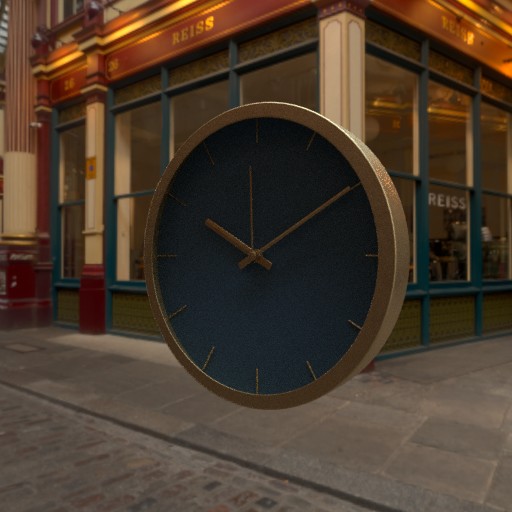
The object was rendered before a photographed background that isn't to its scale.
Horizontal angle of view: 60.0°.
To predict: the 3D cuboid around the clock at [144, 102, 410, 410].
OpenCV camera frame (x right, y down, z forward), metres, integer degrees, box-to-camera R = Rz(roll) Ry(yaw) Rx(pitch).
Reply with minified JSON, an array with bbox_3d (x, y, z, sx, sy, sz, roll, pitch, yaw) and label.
[{"bbox_3d":[0.000,0.000,0.475,0.314,0.314,0.040,0,0,35],"label":"clock"}]
